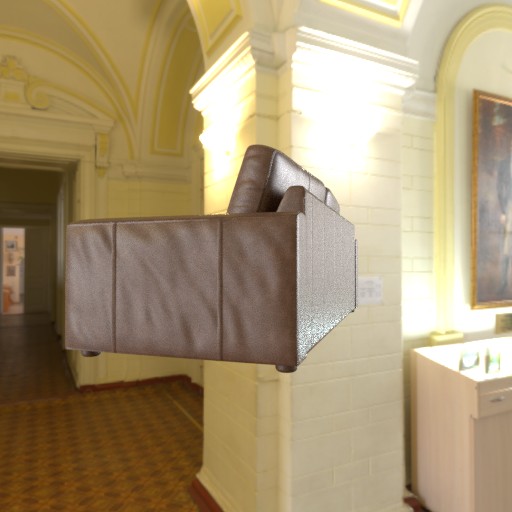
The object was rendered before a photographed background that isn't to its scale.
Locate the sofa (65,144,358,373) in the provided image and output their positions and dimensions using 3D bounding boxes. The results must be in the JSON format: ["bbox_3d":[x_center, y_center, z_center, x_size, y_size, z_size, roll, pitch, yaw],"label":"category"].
[{"bbox_3d":[0.000,0.000,2.698,1.016,0.873,2.179,0,-1,18],"label":"sofa"}]
